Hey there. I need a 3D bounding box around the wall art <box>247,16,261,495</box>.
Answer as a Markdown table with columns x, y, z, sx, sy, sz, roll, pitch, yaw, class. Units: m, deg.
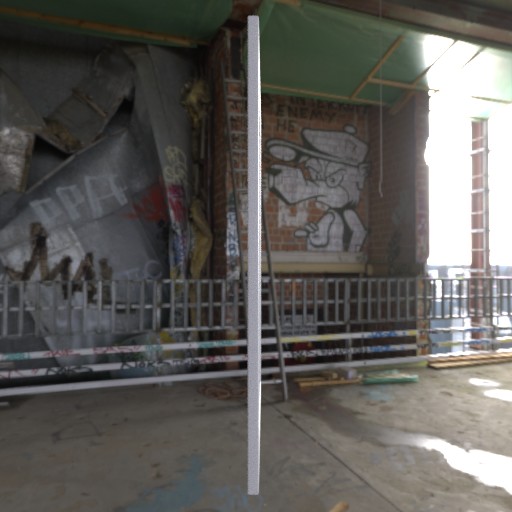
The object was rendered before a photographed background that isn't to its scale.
| x | y | z | sx | sy | sz | roll | pitch | yaw | class |
| --- | --- | --- | --- | --- | --- | --- | --- | --- | --- |
| 0.000 | 0.000 | 0.609 | 0.011 | 0.482 | 0.329 | 0 | -1 | 1 | wall art |
